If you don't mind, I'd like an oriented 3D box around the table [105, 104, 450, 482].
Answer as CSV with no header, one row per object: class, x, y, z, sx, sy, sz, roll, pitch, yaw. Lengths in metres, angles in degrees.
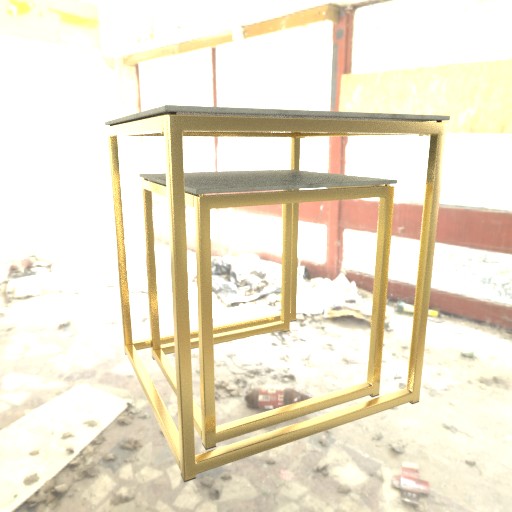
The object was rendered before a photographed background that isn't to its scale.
table,0.000,0.000,0.846,0.450,0.500,0.450,-7,16,-26
